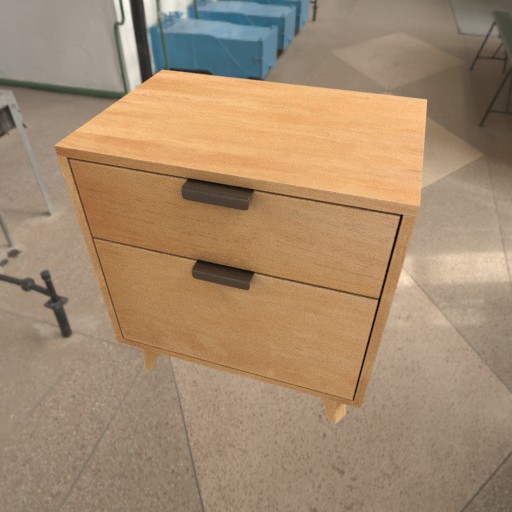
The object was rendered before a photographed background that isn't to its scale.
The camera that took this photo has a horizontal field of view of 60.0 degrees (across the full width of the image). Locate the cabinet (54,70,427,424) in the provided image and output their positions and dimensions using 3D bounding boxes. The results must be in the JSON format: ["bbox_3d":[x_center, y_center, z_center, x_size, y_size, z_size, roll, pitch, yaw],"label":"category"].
[{"bbox_3d":[0.000,0.000,0.952,0.551,0.599,0.394,12,42,13],"label":"cabinet"}]
